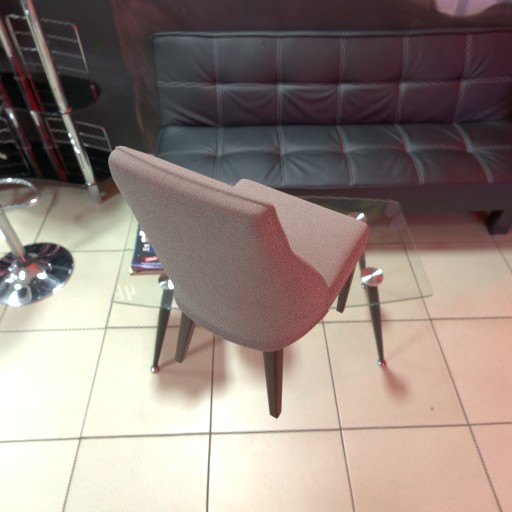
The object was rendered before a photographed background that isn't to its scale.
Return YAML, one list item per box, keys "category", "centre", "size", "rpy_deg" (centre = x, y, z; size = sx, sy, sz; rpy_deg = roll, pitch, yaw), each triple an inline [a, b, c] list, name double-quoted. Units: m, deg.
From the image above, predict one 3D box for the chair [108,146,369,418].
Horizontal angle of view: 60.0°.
- category: "chair"
  centre: [0.000, 0.000, 1.318]
  size: [0.500, 0.930, 0.620]
  rpy_deg: [24, 51, 21]
